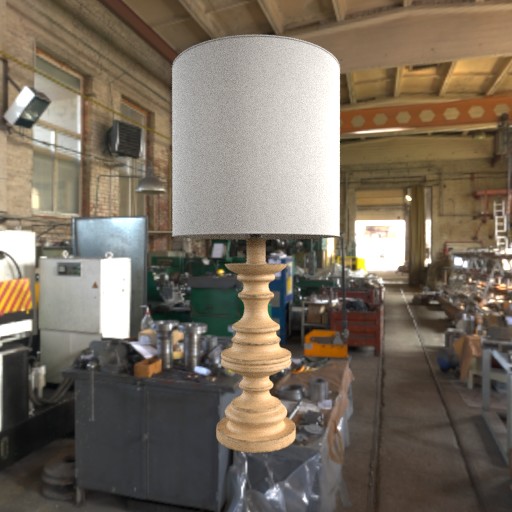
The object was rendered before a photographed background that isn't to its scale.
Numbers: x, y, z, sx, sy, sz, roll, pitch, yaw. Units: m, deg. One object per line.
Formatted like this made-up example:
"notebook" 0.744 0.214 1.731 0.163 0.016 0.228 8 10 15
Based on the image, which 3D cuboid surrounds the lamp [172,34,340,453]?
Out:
"lamp" 0.000 0.000 0.560 0.208 0.455 0.208 0 1 -17
